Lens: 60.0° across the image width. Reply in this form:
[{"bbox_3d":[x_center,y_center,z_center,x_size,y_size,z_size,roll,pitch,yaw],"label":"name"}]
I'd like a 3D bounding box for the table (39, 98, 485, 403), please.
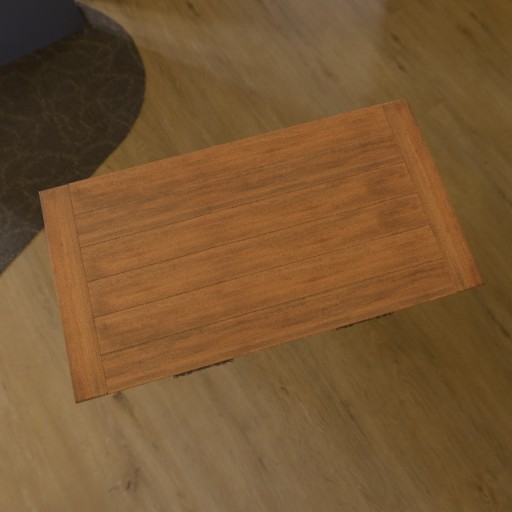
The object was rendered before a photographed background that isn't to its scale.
[{"bbox_3d":[0.000,0.000,1.632,1.270,0.494,0.693,-15,76,-4],"label":"table"}]
